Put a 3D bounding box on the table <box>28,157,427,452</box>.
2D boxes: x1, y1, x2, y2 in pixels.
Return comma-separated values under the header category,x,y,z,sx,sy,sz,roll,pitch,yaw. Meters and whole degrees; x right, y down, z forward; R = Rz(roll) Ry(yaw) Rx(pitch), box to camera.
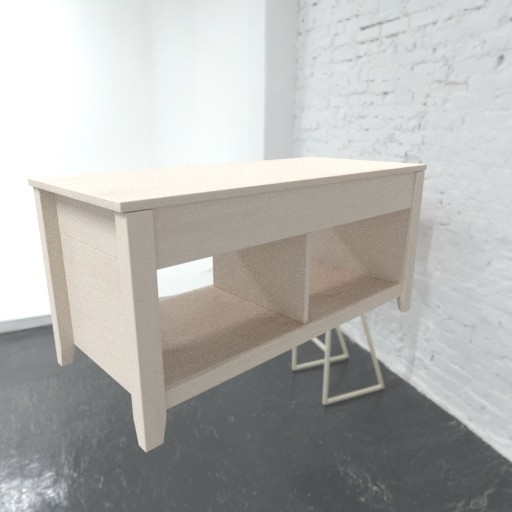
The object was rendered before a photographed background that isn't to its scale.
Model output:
category,x,y,z,sx,sy,sz,roll,pitch,yaw
table,0.000,0.000,1.264,1.016,0.483,0.457,-15,22,-41
